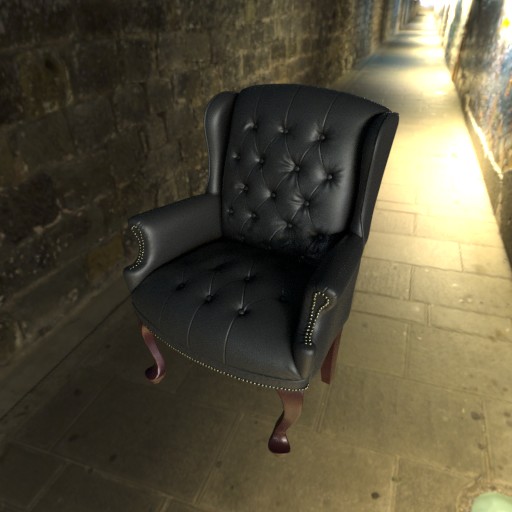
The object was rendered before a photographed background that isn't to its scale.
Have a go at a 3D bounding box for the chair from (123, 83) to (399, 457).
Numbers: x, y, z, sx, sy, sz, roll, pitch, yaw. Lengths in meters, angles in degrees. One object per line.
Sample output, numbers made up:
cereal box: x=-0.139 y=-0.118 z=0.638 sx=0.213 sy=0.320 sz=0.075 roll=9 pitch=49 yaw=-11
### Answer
chair: x=0.000 y=0.000 z=1.626 sx=0.838 sy=1.111 sz=0.762 roll=19 pitch=35 yaw=29
